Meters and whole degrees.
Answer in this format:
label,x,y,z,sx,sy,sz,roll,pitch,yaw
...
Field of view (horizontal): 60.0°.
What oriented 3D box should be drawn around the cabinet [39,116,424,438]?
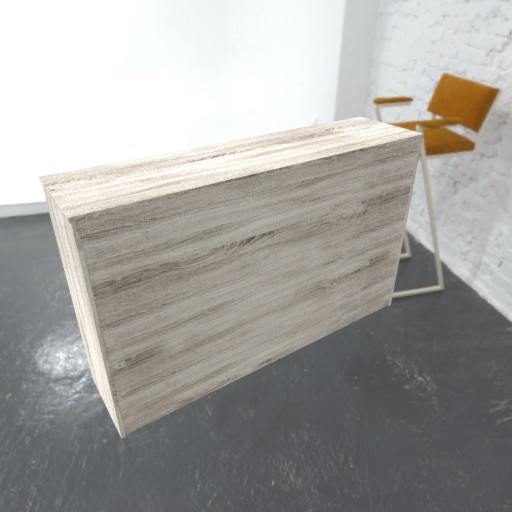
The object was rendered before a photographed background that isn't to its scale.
label,x,y,z,sx,sy,sz,roll,pitch,yaw
cabinet,0.000,0.000,1.879,1.450,0.900,0.380,-19,35,-29
